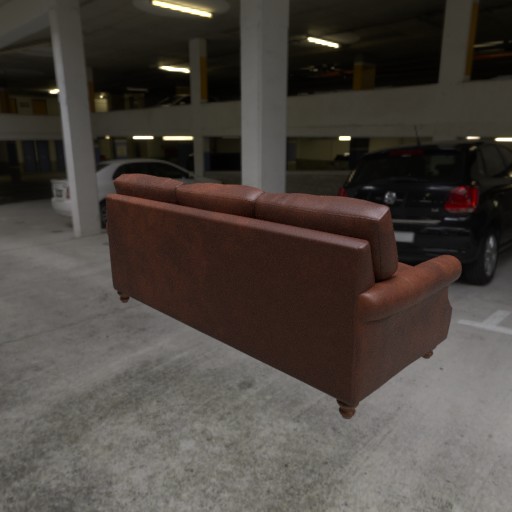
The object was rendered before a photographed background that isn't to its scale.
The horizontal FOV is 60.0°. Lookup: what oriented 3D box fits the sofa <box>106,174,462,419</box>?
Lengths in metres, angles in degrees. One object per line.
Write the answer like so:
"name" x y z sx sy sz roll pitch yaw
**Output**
"sofa" 0.000 0.000 2.868 0.973 0.977 2.351 -15 21 -43
